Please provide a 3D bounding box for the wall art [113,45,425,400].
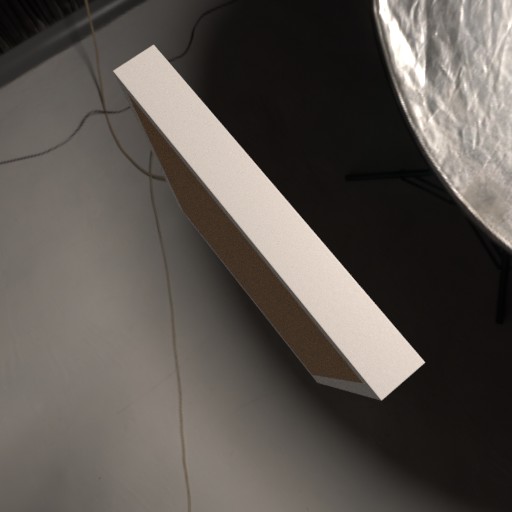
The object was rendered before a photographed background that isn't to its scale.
[{"bbox_3d":[0.000,0.000,0.458,0.038,0.302,0.305,-37,79,-9],"label":"wall art"}]
